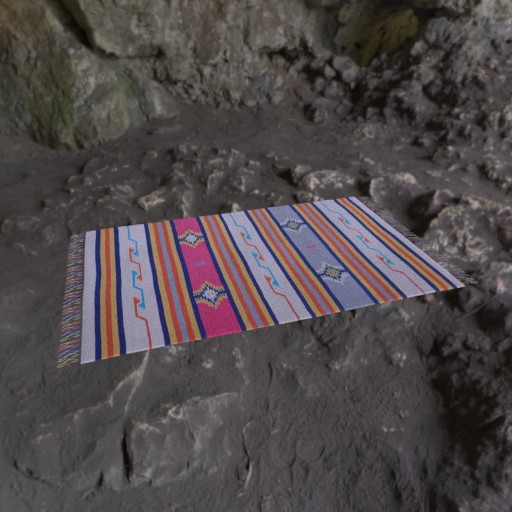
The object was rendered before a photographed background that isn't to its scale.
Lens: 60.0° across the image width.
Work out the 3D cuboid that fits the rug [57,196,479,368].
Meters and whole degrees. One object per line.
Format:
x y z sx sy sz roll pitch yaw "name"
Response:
0.000 0.000 2.275 1.849 0.013 1.084 -9 32 -15 "rug"
